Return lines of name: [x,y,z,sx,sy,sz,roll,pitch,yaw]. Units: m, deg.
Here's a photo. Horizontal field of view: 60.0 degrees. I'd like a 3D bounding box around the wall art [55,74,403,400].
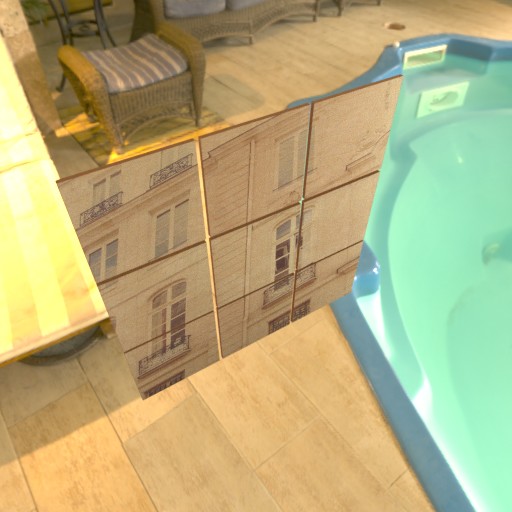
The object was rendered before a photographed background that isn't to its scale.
wall art: [0.000,0.000,1.355,0.915,0.913,0.018,-24,51,-21]
